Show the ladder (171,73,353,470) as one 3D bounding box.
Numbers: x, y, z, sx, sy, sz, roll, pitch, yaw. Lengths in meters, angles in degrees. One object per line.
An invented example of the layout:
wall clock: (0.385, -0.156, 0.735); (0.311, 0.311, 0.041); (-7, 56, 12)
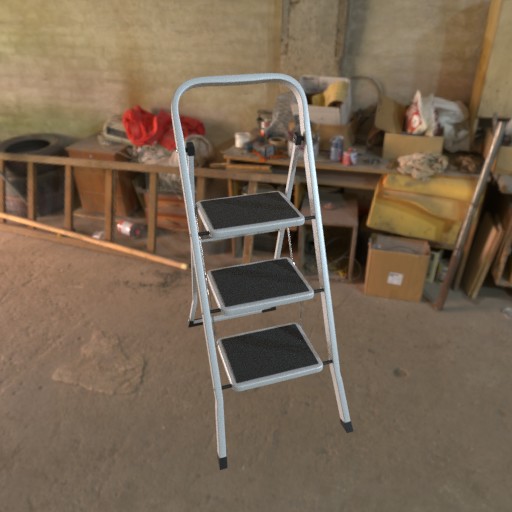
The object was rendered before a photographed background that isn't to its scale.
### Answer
ladder: (0.000, 0.000, 1.440); (0.460, 1.050, 0.711); (-9, 33, -15)
